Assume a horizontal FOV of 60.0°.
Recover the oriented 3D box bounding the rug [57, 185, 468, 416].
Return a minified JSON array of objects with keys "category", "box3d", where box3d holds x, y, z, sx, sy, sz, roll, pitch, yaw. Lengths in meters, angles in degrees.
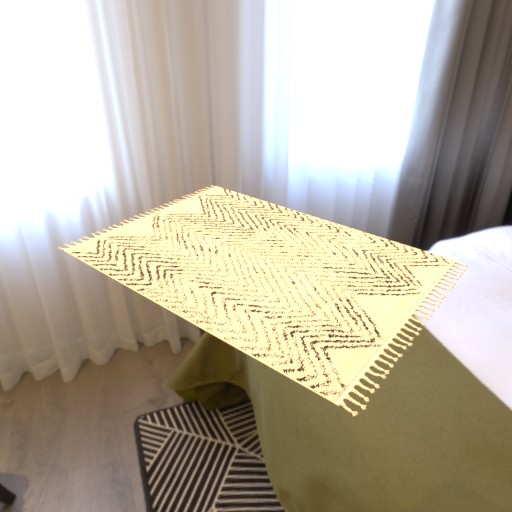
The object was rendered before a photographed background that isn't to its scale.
[{"category":"rug","box3d":[0.000,0.000,2.356,1.847,0.014,1.230,22,37,33]}]
